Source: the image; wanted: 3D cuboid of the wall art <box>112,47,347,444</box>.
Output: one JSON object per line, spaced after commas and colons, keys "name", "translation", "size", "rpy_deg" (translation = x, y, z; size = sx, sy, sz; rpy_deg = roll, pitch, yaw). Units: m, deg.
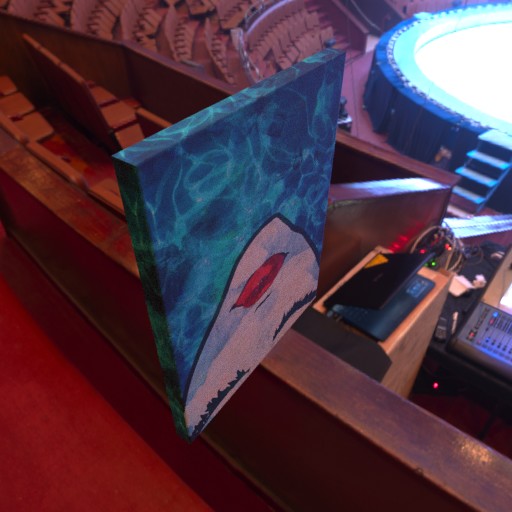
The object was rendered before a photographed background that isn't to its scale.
{"name": "wall art", "translation": [0.000, 0.000, 0.855], "size": [0.038, 0.635, 0.508], "rpy_deg": [25, 47, 26]}
